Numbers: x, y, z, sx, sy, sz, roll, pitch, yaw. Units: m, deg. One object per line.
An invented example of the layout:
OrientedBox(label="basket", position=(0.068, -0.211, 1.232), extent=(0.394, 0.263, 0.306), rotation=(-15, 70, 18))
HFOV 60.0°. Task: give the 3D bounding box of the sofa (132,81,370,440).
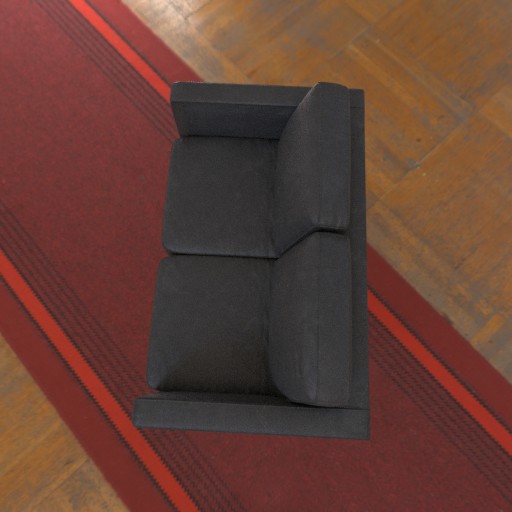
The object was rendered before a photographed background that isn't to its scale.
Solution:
OrientedBox(label="sofa", position=(0.000, 0.000, 1.968), extent=(0.879, 0.899, 1.430), rotation=(3, 74, 1))
